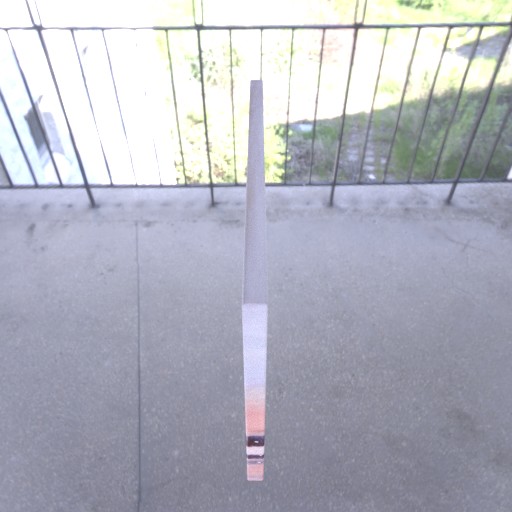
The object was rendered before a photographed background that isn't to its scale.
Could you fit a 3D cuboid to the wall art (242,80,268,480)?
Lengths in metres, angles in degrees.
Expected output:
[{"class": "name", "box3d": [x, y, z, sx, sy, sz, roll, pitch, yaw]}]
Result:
[{"class": "wall art", "box3d": [0.000, 0.000, 1.186, 0.038, 0.609, 0.913, 0, 41, 0]}]
